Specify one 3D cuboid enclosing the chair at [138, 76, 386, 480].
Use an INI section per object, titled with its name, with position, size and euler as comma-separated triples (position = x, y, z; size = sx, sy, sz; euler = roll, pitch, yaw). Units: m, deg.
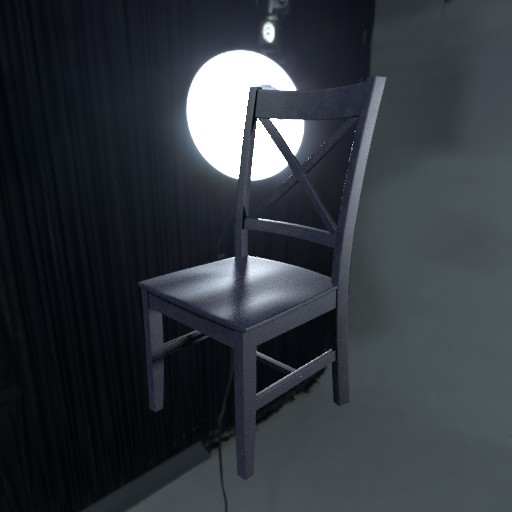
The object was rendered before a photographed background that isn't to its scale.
[chair]
position = 0.000, 0.000, 1.302
size = 0.485, 0.983, 0.542
euler = 15, 22, 42
